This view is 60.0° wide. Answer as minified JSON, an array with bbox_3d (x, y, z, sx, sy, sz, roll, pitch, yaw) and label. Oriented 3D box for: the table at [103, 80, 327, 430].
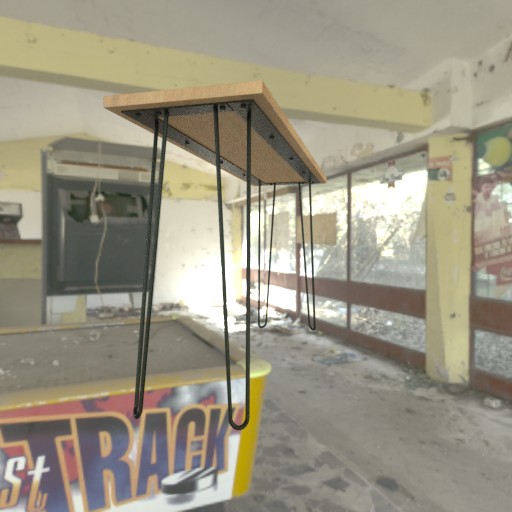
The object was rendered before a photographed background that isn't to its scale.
[{"bbox_3d":[0.000,0.000,1.709,0.399,0.799,1.400,0,1,15],"label":"table"}]
